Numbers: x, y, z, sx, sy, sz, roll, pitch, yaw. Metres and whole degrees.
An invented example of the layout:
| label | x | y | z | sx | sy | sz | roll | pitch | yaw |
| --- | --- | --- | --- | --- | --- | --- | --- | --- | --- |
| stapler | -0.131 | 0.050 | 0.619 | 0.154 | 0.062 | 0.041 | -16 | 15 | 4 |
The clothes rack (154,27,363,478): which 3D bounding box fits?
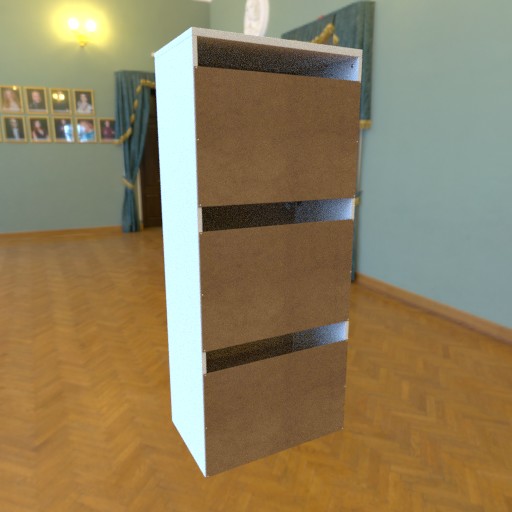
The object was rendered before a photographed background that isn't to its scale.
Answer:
| label | x | y | z | sx | sy | sz | roll | pitch | yaw |
| --- | --- | --- | --- | --- | --- | --- | --- | --- | --- |
| clothes rack | 0.000 | 0.000 | 1.391 | 0.500 | 1.187 | 0.331 | -7 | 15 | -27 |
